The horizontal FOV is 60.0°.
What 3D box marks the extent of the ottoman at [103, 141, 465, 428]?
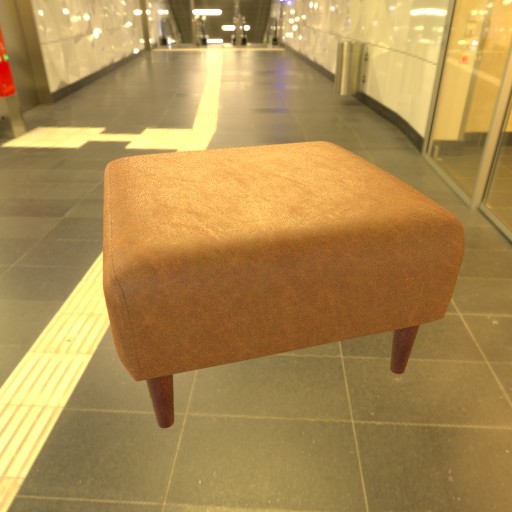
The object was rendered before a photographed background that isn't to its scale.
[{"bbox_3d":[0.000,0.000,1.053,0.650,0.399,0.650,-8,30,-14],"label":"ottoman"}]
